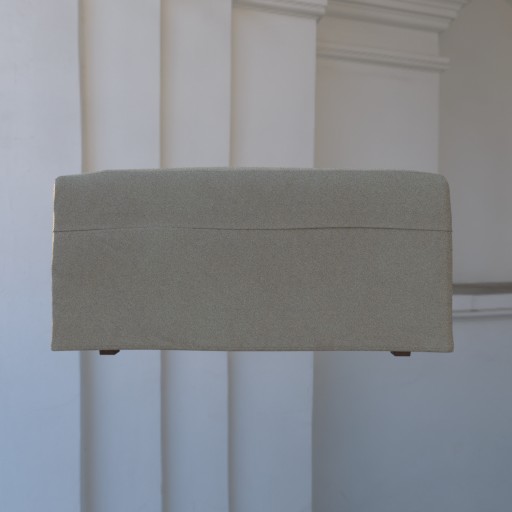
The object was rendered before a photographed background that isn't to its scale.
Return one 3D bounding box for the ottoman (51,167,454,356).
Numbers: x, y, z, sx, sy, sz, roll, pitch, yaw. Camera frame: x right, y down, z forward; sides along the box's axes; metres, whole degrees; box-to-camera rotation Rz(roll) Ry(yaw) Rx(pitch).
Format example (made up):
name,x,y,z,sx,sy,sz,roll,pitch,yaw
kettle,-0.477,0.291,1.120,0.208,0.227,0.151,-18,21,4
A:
name,x,y,z,sx,sy,sz,roll,pitch,yaw
ottoman,0.000,0.000,1.211,0.872,0.444,0.590,0,0,1
